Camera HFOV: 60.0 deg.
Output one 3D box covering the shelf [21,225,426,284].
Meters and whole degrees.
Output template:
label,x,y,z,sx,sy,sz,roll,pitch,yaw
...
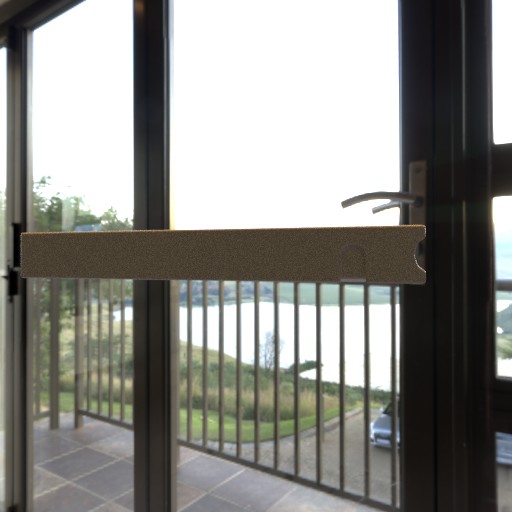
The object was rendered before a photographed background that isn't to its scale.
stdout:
label,x,y,z,sx,sy,sz,roll,pitch,yaw
shelf,0.000,0.000,0.444,0.296,0.035,0.296,0,0,17
